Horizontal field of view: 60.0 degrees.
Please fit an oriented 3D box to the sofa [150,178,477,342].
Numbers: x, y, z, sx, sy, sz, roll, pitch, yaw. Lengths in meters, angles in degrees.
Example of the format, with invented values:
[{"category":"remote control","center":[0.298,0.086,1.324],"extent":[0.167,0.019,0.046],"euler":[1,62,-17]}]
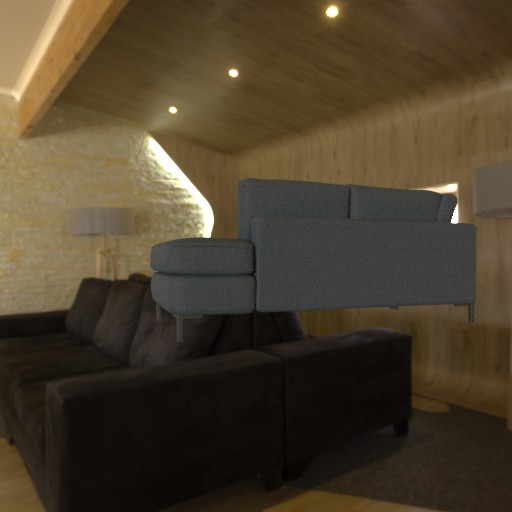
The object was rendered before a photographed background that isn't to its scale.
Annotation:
[{"category":"sofa","center":[0.000,0.000,3.839],"extent":[1.984,0.858,2.975],"euler":[0,0,-20]}]
